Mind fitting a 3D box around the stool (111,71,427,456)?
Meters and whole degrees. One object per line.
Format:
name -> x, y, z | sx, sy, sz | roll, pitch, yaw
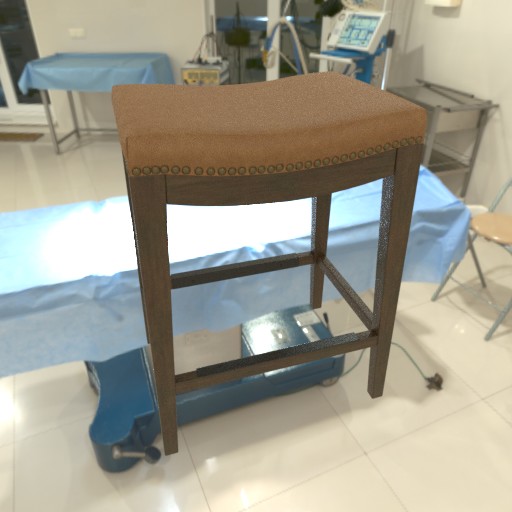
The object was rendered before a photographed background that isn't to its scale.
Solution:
stool -> 0.000, 0.000, 0.931 | 0.500, 0.660, 0.361 | -10, 34, -15
